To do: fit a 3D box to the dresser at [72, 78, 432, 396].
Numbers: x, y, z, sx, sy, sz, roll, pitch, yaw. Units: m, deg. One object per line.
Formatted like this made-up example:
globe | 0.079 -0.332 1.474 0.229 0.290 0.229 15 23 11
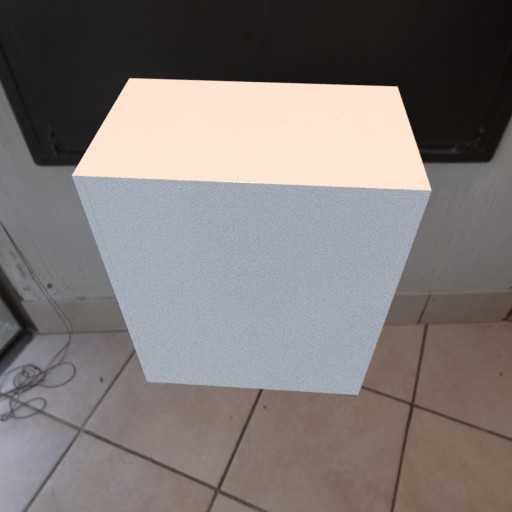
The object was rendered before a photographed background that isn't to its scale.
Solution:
dresser | 0.000 0.000 1.224 0.650 0.800 0.400 3 46 3
